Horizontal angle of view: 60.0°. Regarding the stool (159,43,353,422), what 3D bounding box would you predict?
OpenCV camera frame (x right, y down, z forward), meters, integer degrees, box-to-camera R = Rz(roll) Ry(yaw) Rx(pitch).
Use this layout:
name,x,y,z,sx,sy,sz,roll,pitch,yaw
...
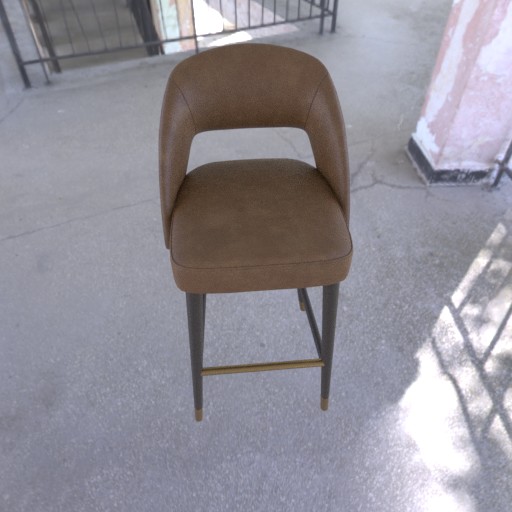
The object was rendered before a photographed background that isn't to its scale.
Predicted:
name,x,y,z,sx,sy,sz,roll,pitch,yaw
stool,0.000,0.000,1.316,0.494,1.037,0.509,-4,45,-4
